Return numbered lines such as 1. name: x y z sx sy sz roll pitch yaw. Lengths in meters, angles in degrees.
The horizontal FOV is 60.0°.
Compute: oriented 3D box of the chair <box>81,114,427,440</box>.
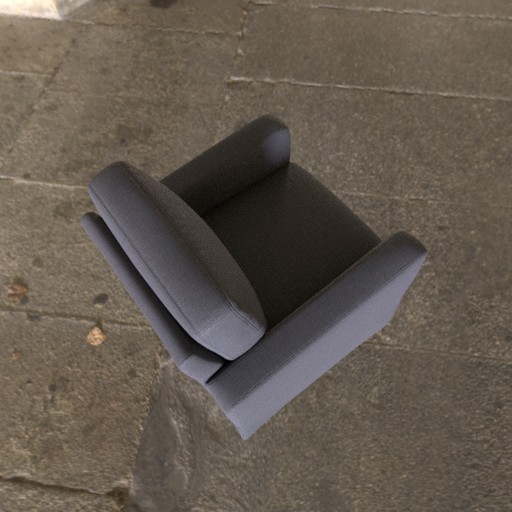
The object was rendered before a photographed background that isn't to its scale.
1. chair: 0.000 0.000 1.523 0.863 0.855 0.798 -33 64 -18
